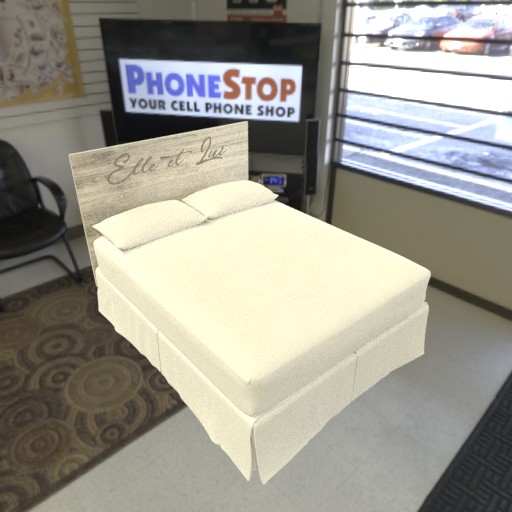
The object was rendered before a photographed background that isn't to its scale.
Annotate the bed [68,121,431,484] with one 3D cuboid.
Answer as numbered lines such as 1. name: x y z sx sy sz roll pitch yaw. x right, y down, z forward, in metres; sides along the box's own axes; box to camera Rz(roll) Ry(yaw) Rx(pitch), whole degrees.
1. bed: 0.000 0.000 3.206 1.745 1.335 2.094 -22 36 -34
